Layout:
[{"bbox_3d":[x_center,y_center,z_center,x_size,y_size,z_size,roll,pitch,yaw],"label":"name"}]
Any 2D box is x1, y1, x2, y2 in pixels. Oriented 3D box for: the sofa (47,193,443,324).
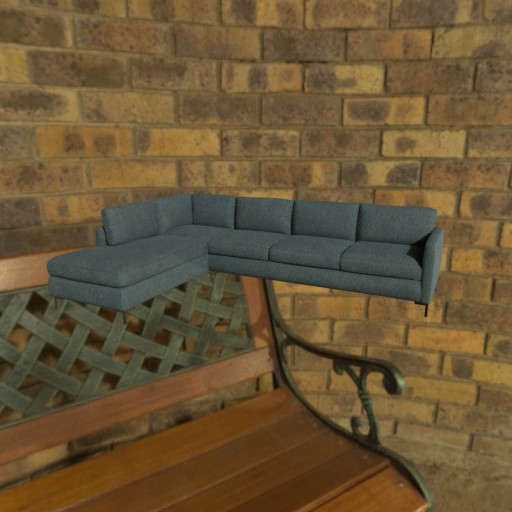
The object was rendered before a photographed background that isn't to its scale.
[{"bbox_3d":[0.000,0.000,3.909,2.949,0.815,2.007,7,16,25],"label":"sofa"}]
